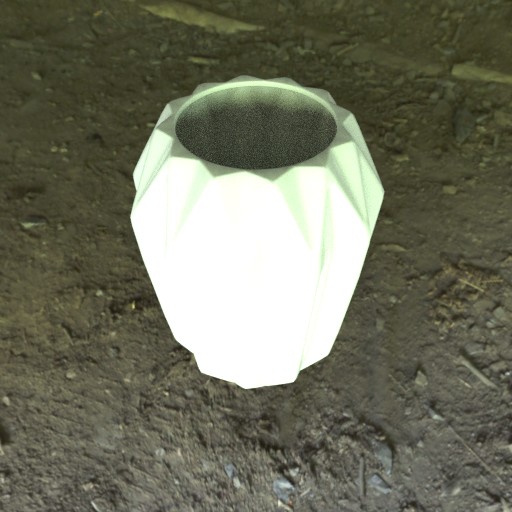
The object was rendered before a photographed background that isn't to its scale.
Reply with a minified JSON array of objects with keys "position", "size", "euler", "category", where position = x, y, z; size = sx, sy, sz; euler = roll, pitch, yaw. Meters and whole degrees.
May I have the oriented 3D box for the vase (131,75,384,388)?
[{"position":[0.000,0.000,0.401],"size":[0.195,0.275,0.195],"euler":[0,48,0],"category":"vase"}]
